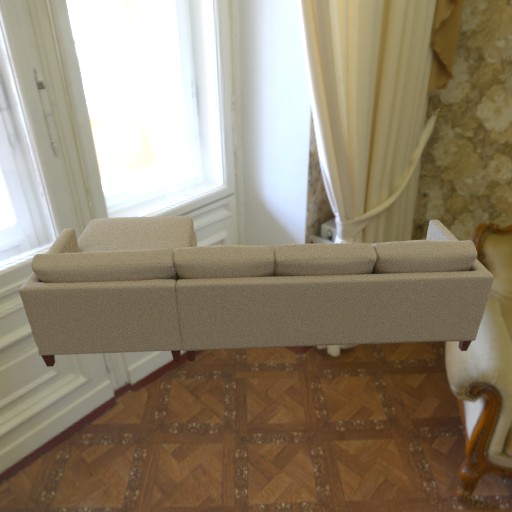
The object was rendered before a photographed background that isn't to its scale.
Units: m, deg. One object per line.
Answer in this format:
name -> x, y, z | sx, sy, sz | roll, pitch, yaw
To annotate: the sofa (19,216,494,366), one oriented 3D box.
sofa -> 0.000, 0.000, 3.753 | 3.186, 0.861, 1.625 | -2, 30, -3
